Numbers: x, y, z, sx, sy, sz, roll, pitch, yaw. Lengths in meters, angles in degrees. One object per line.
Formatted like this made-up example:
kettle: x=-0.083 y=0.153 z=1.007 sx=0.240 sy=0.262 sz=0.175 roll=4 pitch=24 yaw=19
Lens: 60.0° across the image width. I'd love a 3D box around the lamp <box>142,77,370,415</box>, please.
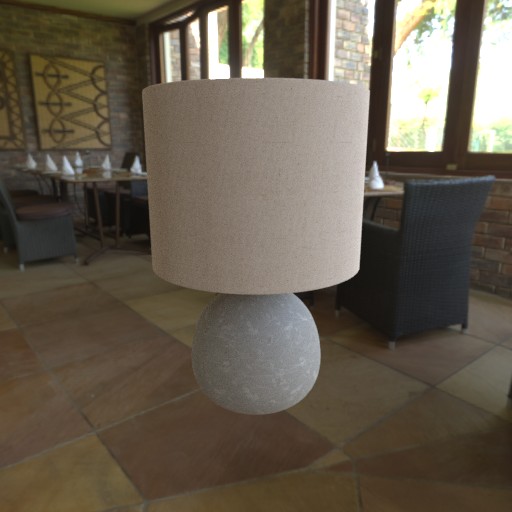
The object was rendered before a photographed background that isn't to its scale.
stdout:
lamp: x=0.000 y=0.000 z=0.589 sx=0.269 sy=0.409 sz=0.269 roll=2 pitch=14 yaw=9
